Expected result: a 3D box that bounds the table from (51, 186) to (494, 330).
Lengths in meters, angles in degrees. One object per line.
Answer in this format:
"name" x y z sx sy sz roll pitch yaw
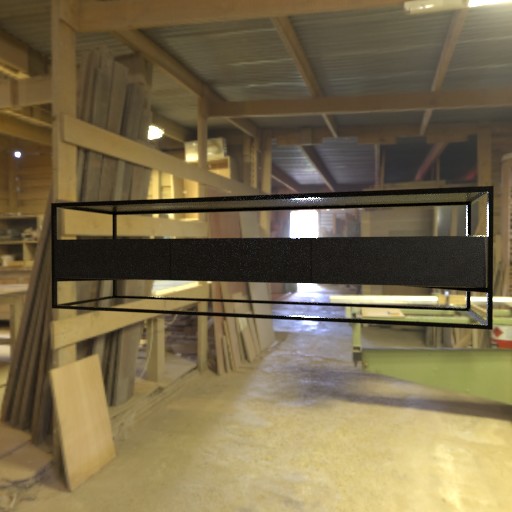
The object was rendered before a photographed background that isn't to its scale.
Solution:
"table" 0.000 0.000 1.624 1.486 0.395 0.399 0 1 17
